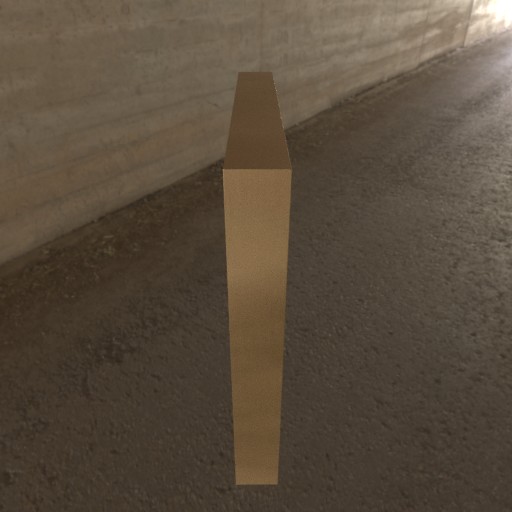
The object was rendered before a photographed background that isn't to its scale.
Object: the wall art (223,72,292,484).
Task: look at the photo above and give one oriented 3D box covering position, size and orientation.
[{"bbox_3d":[0.000,0.000,0.455,0.038,0.303,0.305,0,32,0],"label":"wall art"}]
